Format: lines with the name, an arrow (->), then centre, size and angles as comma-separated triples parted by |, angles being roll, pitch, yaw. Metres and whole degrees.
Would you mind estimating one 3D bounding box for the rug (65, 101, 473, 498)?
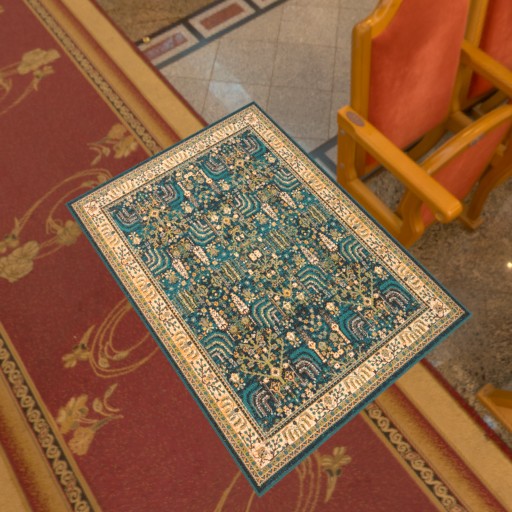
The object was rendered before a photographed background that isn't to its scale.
rug -> 0.000, 0.000, 3.933 | 2.226, 0.015, 3.044 | -34, 68, -16
